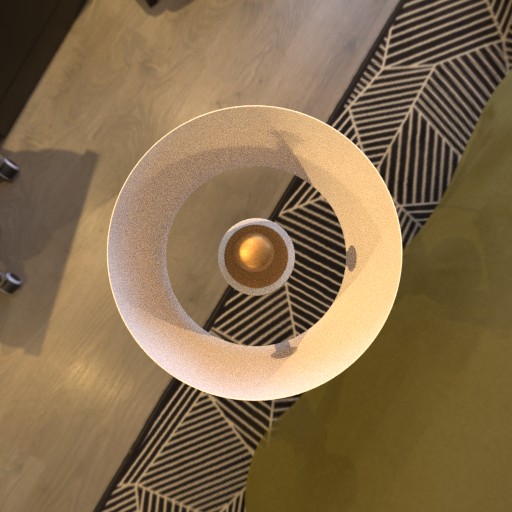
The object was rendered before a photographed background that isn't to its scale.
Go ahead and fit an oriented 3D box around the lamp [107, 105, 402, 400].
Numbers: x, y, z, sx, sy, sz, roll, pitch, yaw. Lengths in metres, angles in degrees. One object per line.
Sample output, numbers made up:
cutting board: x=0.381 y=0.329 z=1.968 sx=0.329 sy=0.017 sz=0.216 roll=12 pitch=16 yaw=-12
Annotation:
lamp: x=0.000 y=0.000 z=0.515 sx=0.210 sy=0.410 sz=0.210 roll=0 pitch=89 yaw=0
